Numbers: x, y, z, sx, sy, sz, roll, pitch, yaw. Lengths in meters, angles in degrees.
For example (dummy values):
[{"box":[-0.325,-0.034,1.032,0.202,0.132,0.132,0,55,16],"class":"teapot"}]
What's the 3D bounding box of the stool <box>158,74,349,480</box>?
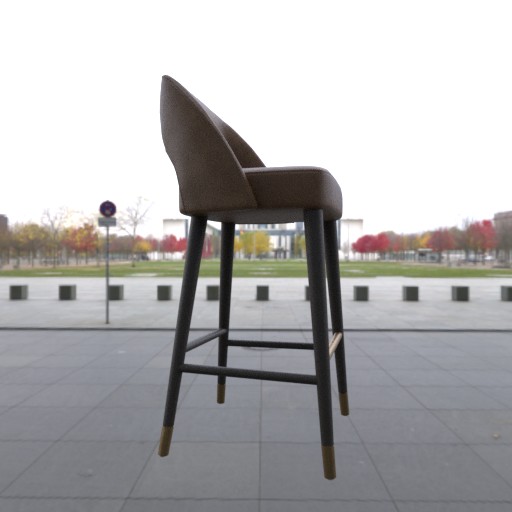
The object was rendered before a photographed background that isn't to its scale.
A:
[{"box":[0.000,0.000,1.305,0.509,1.037,0.494,0,0,16],"class":"stool"}]
